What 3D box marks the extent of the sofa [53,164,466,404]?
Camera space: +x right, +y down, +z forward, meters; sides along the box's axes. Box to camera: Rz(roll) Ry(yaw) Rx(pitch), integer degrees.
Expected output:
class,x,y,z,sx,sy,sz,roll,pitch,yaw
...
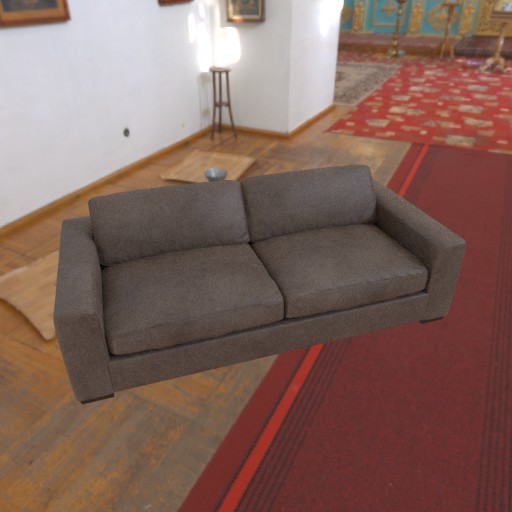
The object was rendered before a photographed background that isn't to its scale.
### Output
class,x,y,z,sx,sy,sz,roll,pitch,yaw
sofa,0.000,0.000,2.768,2.262,0.801,1.070,-10,33,-15
